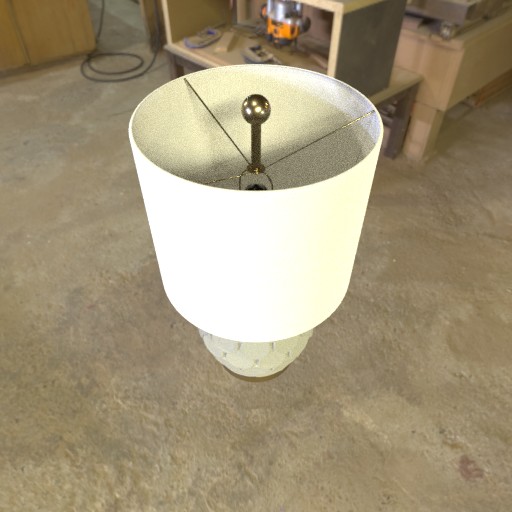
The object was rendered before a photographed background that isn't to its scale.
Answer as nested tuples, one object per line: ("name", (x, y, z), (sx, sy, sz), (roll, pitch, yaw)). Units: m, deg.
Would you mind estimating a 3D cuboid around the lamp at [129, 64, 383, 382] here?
("lamp", (0.000, 0.000, 0.596), (0.254, 0.452, 0.254), (0, 46, 0))
